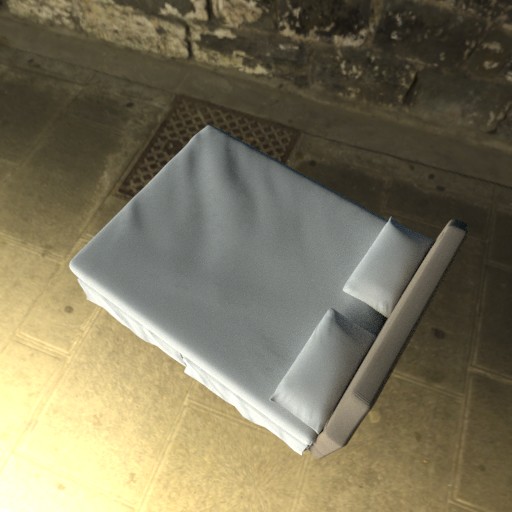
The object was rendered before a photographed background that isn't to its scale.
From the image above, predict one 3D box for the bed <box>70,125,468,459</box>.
[{"bbox_3d":[0.000,0.000,3.552,2.498,1.293,1.977,32,67,16],"label":"bed"}]
